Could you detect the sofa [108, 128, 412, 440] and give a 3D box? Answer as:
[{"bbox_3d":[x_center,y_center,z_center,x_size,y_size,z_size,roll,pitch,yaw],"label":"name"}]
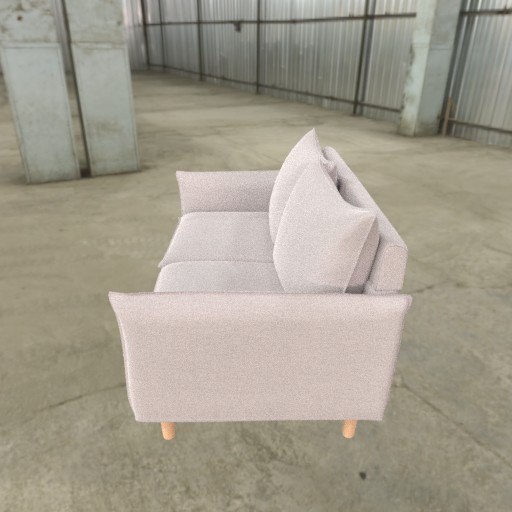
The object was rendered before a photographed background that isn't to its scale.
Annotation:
[{"bbox_3d":[0.000,0.000,1.811,0.820,0.840,1.300,0,26,-1],"label":"sofa"}]
